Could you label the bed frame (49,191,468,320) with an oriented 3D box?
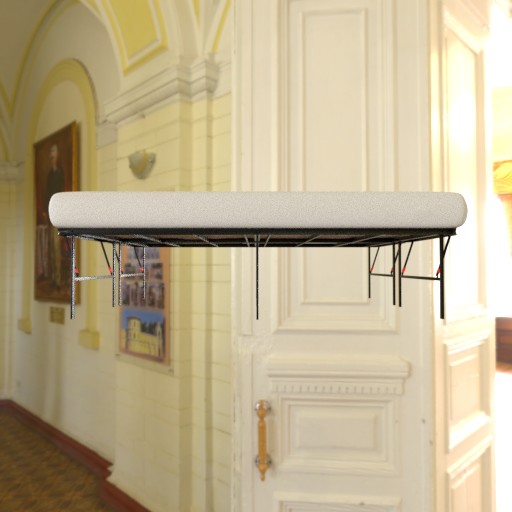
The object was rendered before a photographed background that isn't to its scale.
[{"bbox_3d":[0.000,0.000,2.967,2.151,0.667,1.584,0,-1,0],"label":"bed frame"}]
